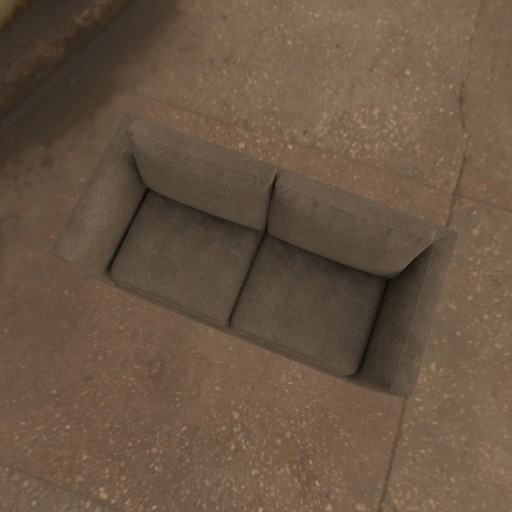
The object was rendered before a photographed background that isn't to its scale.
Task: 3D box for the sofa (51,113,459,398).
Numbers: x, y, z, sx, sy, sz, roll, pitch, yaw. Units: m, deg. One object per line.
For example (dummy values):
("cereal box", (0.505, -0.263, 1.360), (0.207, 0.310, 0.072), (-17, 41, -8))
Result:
("sofa", (0.000, 0.000, 2.384), (1.832, 1.013, 0.855), (21, 76, 6))
